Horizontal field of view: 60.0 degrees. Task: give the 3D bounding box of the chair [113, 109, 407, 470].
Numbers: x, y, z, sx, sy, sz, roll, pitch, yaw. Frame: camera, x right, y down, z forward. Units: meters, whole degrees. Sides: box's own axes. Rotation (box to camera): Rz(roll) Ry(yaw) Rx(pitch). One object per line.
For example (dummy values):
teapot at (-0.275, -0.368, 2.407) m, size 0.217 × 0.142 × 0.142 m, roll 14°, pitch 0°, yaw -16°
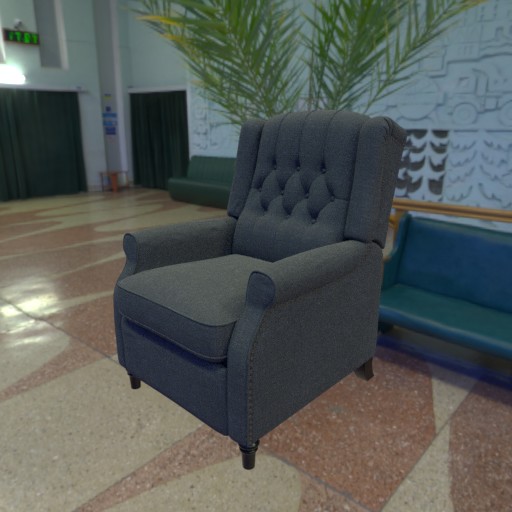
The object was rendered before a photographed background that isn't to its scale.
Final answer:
chair at (0.000, 0.000, 1.621) m, size 0.742 × 1.035 × 0.898 m, roll 15°, pitch 22°, yaw 41°
